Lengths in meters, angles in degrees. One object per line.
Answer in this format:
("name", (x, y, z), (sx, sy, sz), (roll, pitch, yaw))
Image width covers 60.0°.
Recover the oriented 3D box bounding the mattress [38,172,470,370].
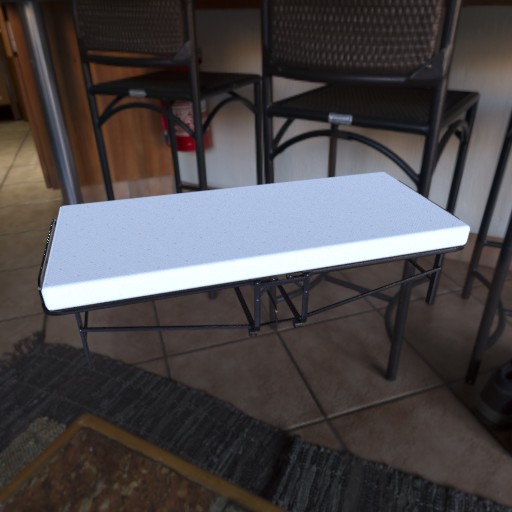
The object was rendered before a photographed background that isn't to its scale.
("mattress", (0.000, 0.000, 2.548), (2.153, 0.519, 0.922), (-8, 31, -14))
